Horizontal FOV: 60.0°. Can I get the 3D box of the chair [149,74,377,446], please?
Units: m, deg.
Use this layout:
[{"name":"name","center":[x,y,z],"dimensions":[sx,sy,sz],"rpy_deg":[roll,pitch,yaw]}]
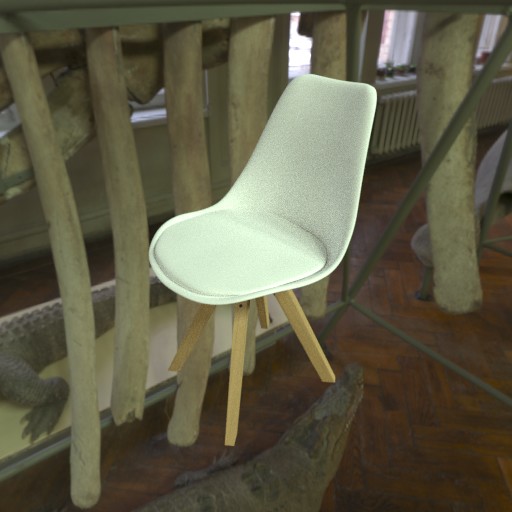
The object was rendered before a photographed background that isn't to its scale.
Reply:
[{"name":"chair","center":[0.000,0.000,1.193],"dimensions":[0.550,0.849,0.485],"rpy_deg":[-21,36,-31]}]
